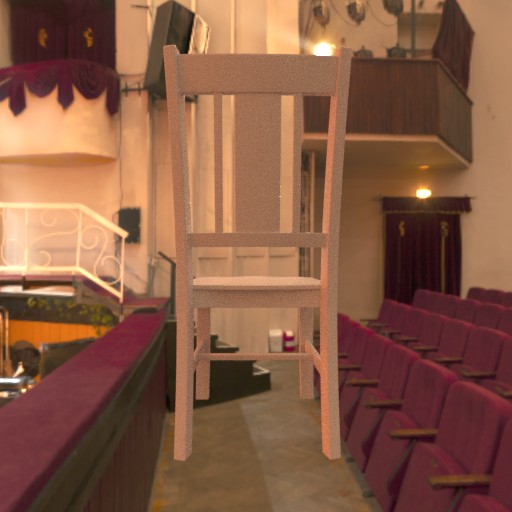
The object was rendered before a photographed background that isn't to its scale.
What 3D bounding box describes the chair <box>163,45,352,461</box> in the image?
[{"bbox_3d":[0.000,0.000,1.308,0.450,0.998,0.555,0,0,-1],"label":"chair"}]
